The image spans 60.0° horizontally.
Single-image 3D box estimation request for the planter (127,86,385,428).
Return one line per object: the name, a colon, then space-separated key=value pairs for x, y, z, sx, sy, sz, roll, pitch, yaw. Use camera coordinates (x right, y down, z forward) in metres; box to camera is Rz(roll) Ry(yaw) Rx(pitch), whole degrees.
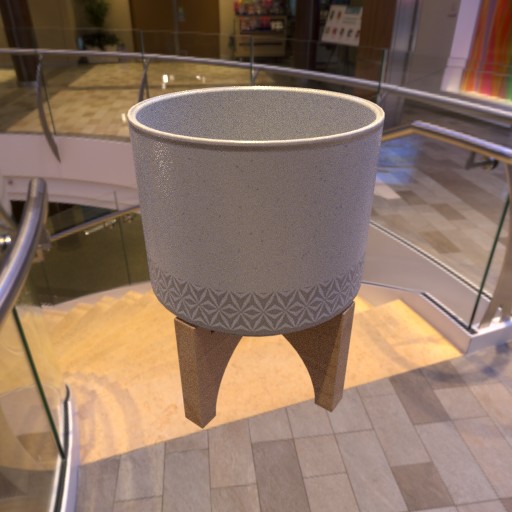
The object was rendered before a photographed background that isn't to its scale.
planter: x=0.000 y=0.000 z=0.274 sx=0.130 sy=0.178 sz=0.130 roll=0 pitch=30 yaw=0
